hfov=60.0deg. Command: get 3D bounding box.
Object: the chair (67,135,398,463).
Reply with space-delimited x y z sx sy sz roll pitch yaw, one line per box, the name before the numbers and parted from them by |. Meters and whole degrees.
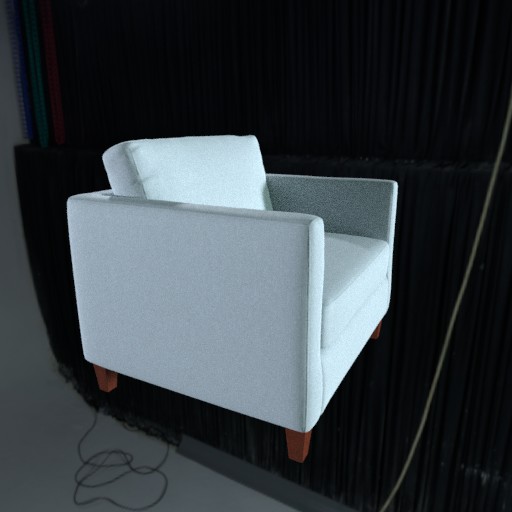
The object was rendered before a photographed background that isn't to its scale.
chair | 0.000 0.000 1.840 0.953 0.961 1.107 8 18 27
